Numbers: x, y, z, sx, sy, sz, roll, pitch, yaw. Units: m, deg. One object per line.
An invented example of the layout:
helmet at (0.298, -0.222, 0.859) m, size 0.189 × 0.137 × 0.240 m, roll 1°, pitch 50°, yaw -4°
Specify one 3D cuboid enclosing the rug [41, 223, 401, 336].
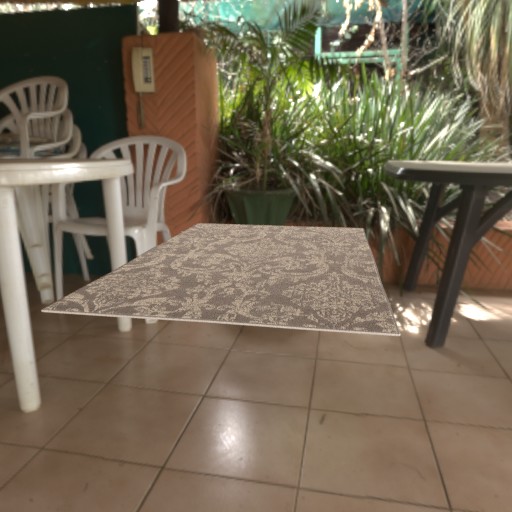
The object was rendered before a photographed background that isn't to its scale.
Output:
rug at (0.000, 0.000, 2.315) m, size 1.206 × 0.012 × 1.824 m, roll 2°, pitch 14°, yaw 10°
